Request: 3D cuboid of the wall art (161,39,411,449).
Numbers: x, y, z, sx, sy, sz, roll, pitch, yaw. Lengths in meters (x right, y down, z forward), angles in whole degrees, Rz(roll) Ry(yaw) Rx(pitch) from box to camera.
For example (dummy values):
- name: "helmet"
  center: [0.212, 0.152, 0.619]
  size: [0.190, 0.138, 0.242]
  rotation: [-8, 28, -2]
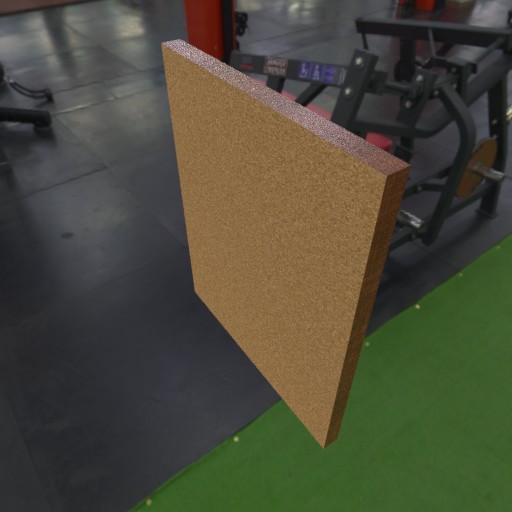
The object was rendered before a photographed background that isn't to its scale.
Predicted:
- name: "wall art"
  center: [0.000, 0.000, 0.748]
  size: [0.033, 0.567, 0.467]
  rotation: [-25, 48, -25]
